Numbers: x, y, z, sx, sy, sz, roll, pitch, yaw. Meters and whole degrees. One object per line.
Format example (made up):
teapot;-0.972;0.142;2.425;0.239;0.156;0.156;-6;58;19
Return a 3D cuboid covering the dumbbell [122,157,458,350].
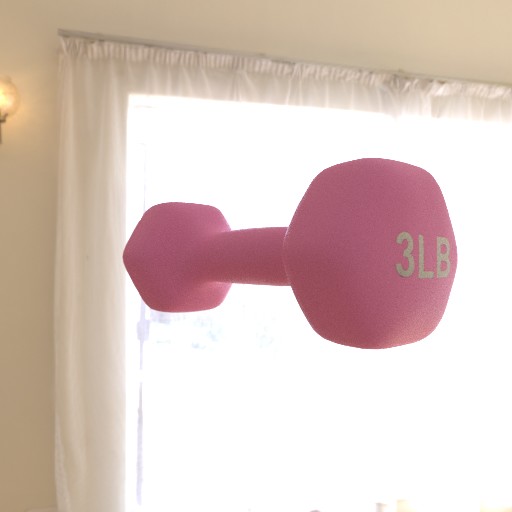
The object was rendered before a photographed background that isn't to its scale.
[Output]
dumbbell;0.000;0.000;0.189;0.064;0.058;0.159;1;-1;-38
